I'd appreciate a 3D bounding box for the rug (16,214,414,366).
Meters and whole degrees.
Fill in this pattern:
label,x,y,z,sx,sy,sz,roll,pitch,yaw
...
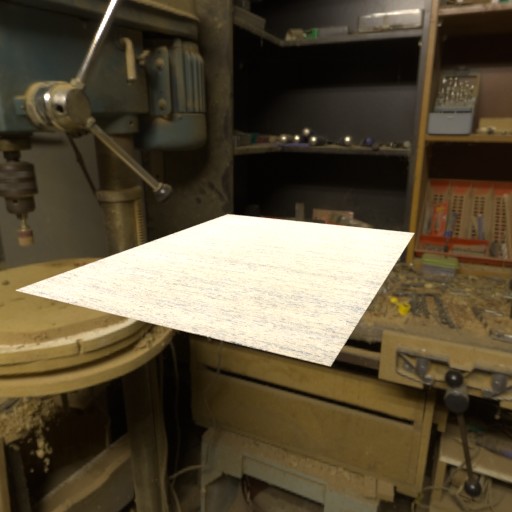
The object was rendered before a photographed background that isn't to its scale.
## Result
label,x,y,z,sx,sy,sz,roll,pitch,yaw
rug,0.000,0.000,4.177,2.438,0.006,3.197,8,19,25
